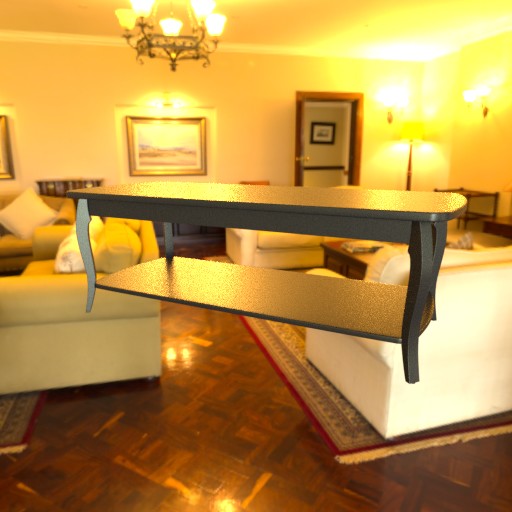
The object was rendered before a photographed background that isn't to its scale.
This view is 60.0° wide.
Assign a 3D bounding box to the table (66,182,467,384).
[{"bbox_3d":[0.000,0.000,1.593,1.333,0.457,0.571,7,15,26],"label":"table"}]
